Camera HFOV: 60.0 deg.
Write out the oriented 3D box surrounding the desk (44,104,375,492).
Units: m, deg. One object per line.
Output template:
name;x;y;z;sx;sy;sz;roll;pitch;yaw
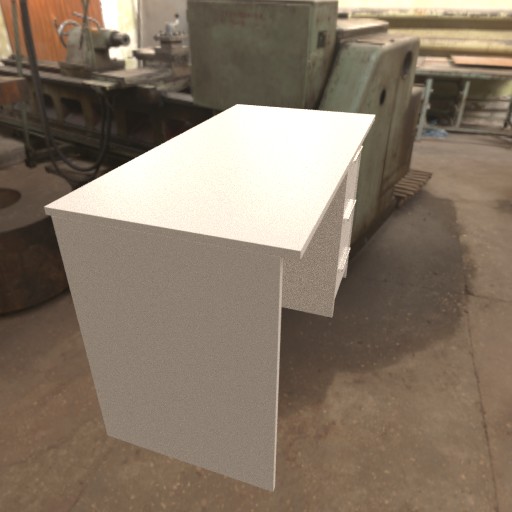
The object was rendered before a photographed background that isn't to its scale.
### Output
desk;0.000;0.000;1.487;0.560;0.735;1.097;10;32;17
